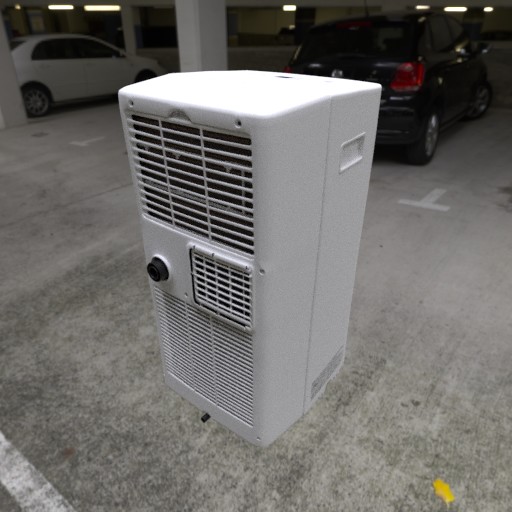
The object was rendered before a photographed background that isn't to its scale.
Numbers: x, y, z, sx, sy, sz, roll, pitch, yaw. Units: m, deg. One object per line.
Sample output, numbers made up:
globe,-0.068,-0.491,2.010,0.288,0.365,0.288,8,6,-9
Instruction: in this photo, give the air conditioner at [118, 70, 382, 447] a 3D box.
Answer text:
air conditioner,0.000,0.000,0.808,0.304,0.606,0.349,21,36,33
